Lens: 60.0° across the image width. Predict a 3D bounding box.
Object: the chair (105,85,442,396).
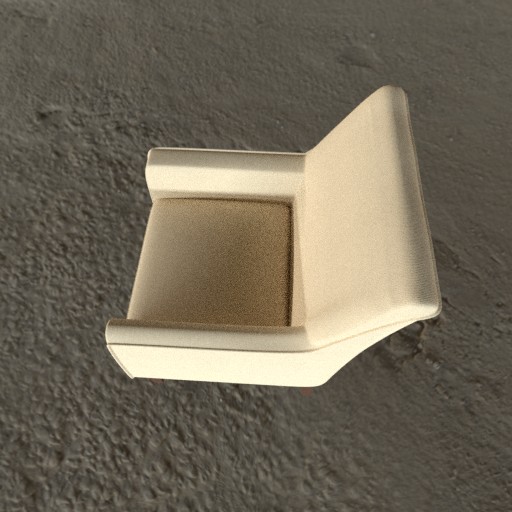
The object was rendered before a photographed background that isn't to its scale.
[{"bbox_3d":[0.000,0.000,1.577,0.899,0.919,0.780,3,59,2],"label":"chair"}]
